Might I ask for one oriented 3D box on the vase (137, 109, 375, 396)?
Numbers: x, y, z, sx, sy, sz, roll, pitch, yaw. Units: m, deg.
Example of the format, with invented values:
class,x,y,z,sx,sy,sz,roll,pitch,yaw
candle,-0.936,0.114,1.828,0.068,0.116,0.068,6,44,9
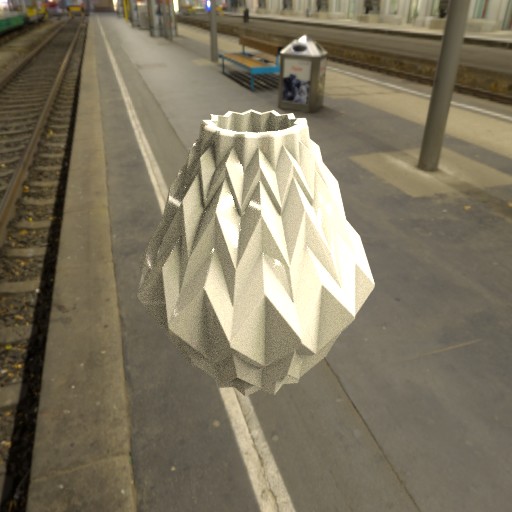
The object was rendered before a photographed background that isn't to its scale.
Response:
class,x,y,z,sx,sy,sz,roll,pitch,yaw
vase,0.000,0.000,0.308,0.164,0.185,0.164,0,30,0
